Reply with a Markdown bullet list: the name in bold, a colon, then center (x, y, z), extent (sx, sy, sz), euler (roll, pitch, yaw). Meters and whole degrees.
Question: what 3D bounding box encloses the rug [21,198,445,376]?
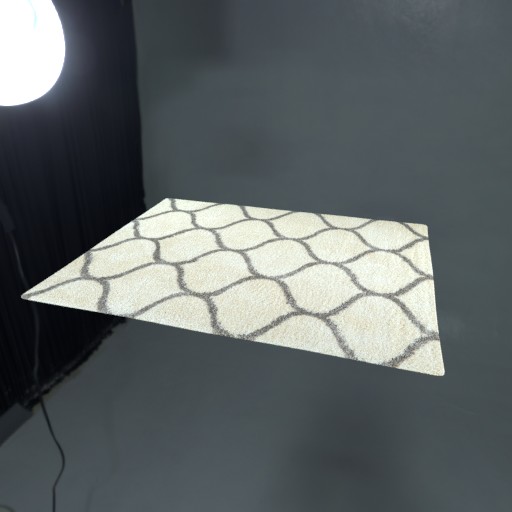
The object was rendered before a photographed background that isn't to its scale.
- **rug**: center (0.000, 0.000, 3.975), extent (3.000, 0.026, 2.399), euler (8, 27, 15)
